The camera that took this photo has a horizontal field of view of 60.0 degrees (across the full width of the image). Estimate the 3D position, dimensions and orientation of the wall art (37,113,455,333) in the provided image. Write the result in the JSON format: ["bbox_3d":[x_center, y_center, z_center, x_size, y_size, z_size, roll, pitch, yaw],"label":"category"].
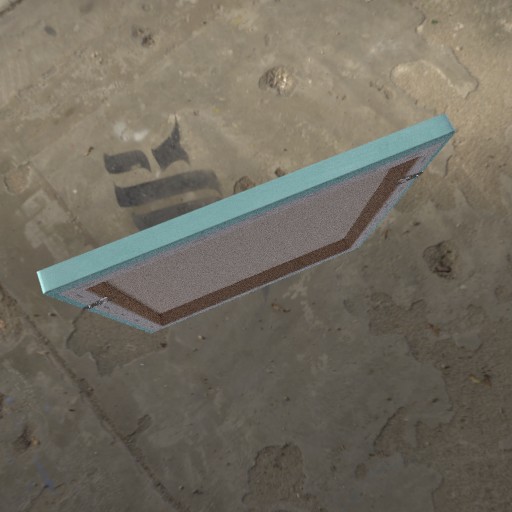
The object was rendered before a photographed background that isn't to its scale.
[{"bbox_3d":[0.000,0.000,1.584,1.071,1.073,0.070,-22,77,-6],"label":"wall art"}]
